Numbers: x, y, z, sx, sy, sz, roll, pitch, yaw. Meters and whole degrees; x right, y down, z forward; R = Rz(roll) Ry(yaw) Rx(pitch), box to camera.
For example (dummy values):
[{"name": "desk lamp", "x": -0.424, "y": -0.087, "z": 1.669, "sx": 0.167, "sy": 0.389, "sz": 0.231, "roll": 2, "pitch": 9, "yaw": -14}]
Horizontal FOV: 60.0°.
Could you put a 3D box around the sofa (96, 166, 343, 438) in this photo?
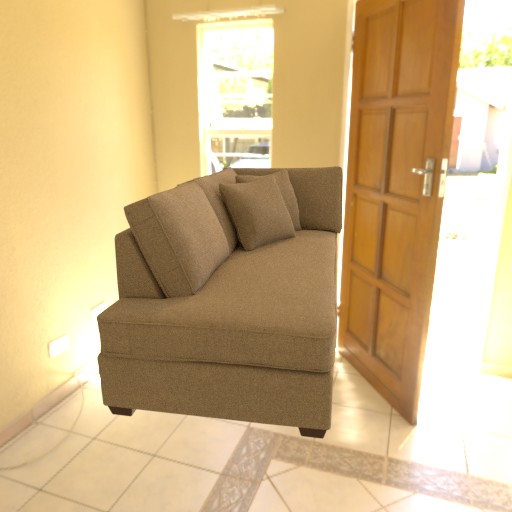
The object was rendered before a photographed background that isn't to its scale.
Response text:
[{"name": "sofa", "x": 0.000, "y": 0.000, "z": 2.893, "sx": 1.110, "sy": 1.019, "sz": 2.238, "roll": 3, "pitch": 16, "yaw": 10}]
